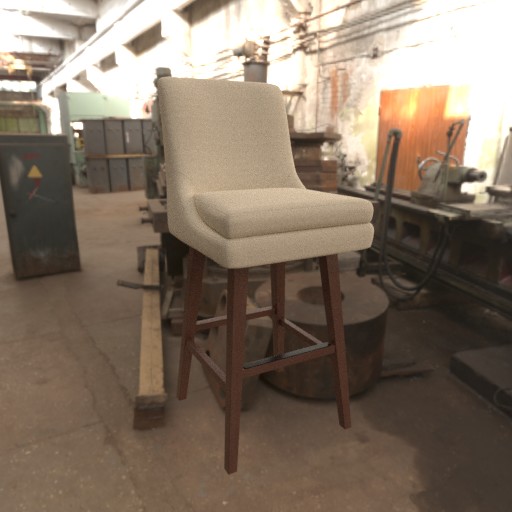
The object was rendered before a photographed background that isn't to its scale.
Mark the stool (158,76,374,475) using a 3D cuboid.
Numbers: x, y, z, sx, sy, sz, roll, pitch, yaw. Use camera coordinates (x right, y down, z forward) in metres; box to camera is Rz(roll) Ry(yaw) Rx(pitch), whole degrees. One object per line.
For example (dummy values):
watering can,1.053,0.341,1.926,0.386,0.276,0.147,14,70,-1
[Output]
stool,0.000,0.000,1.400,0.483,1.093,0.559,-8,17,-28
